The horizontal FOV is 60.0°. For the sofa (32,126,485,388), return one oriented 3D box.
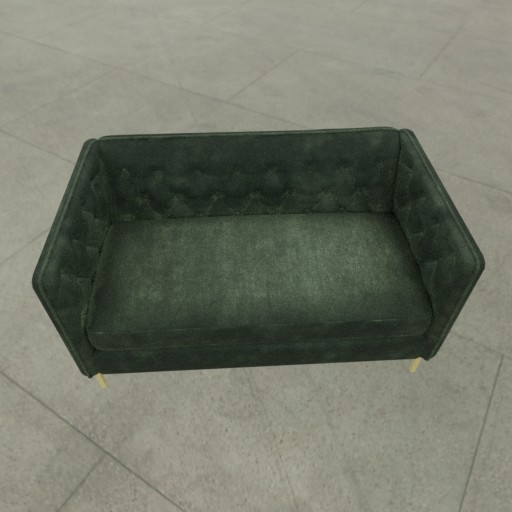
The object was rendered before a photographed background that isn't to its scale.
[{"bbox_3d":[0.000,0.000,2.010,1.537,0.768,0.895,-2,46,-2],"label":"sofa"}]
